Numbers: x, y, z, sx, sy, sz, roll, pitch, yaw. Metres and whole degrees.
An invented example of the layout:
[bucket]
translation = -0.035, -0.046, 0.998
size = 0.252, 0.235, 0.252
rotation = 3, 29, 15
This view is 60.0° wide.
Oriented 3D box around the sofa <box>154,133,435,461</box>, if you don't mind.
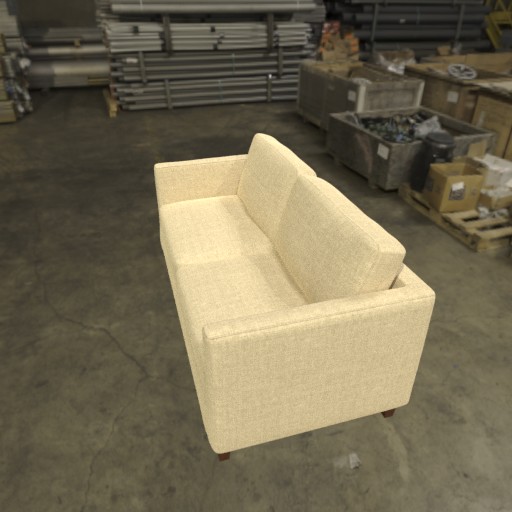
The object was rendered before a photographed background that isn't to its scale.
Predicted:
[sofa]
translation = 0.000, 0.000, 2.512
size = 0.950, 0.963, 1.884
rotation = -9, 32, -14
